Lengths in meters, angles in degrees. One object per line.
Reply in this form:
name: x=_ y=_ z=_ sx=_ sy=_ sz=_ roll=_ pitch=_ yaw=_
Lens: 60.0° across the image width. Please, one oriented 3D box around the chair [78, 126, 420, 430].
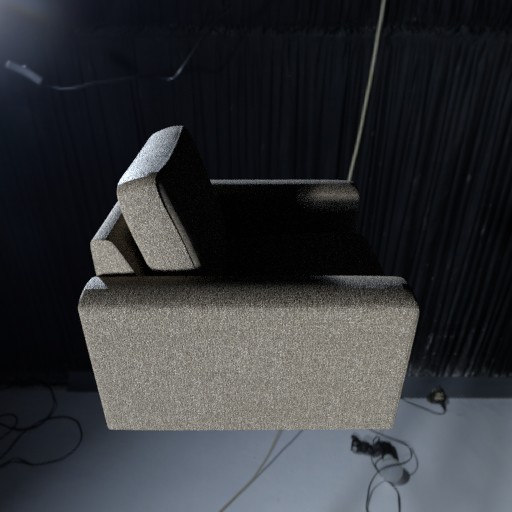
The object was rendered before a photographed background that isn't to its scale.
chair: x=0.000 y=0.000 z=1.738 sx=1.016 sy=0.873 sz=1.005 roll=0 pitch=30 yaw=0
